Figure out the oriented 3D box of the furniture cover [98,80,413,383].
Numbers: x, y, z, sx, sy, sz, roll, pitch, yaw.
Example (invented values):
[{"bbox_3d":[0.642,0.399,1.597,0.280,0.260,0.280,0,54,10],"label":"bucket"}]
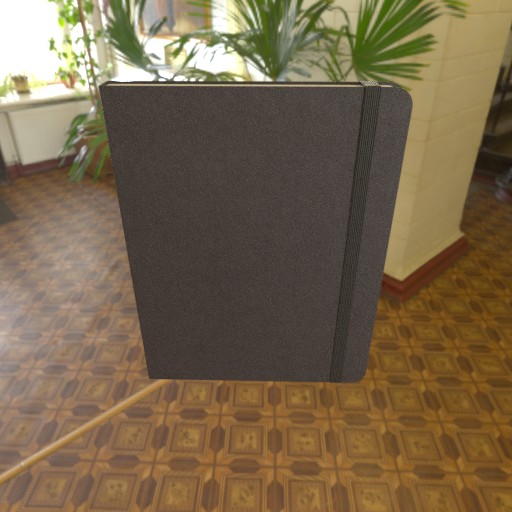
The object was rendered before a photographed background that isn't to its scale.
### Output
[{"bbox_3d":[0.000,0.000,0.381,0.216,0.281,0.023,1,31,1],"label":"furniture cover"}]
